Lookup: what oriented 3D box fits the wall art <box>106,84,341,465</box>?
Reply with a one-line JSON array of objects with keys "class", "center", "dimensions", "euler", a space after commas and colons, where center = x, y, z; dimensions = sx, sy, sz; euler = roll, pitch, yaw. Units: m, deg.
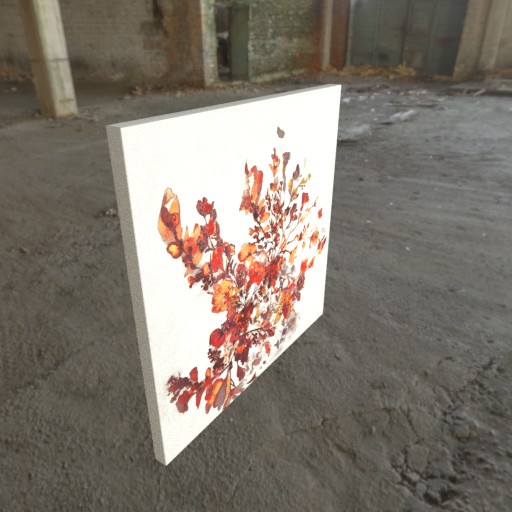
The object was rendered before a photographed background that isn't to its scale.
[{"class": "wall art", "center": [0.000, 0.000, 1.126], "dimensions": [0.037, 0.757, 0.757], "euler": [18, 32, 31]}]
